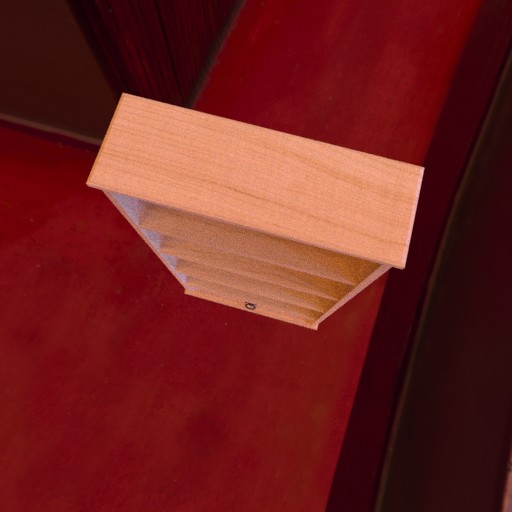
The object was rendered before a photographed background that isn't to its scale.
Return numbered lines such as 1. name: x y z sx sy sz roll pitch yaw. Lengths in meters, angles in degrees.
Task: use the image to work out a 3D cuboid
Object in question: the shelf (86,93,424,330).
1. shelf: 0.000 0.000 1.212 0.520 1.030 0.175 15 76 4
